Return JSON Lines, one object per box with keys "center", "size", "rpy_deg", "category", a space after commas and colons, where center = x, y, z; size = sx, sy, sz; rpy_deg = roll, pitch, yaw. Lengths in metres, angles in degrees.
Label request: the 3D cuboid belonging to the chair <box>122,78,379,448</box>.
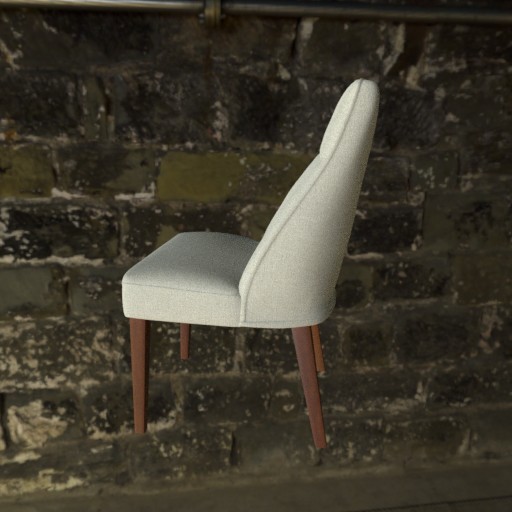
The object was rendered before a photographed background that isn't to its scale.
{"center": [0.000, 0.000, 1.283], "size": [0.620, 0.930, 0.500], "rpy_deg": [2, 16, 8], "category": "chair"}
